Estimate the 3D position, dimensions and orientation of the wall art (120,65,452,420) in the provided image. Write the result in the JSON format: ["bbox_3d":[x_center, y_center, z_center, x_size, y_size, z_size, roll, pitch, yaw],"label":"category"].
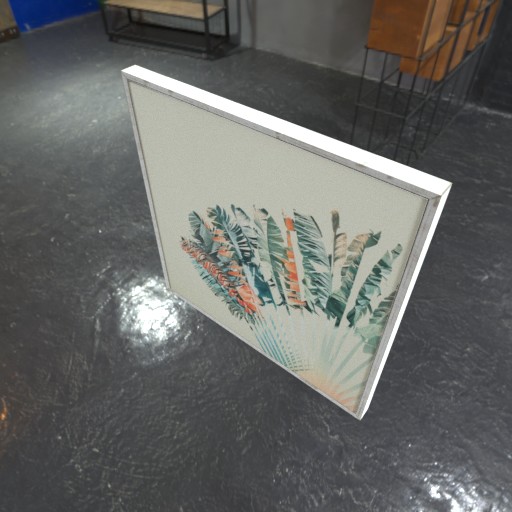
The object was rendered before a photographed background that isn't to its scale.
[{"bbox_3d":[0.000,0.000,0.750,0.508,0.506,0.029,29,52,26],"label":"wall art"}]
